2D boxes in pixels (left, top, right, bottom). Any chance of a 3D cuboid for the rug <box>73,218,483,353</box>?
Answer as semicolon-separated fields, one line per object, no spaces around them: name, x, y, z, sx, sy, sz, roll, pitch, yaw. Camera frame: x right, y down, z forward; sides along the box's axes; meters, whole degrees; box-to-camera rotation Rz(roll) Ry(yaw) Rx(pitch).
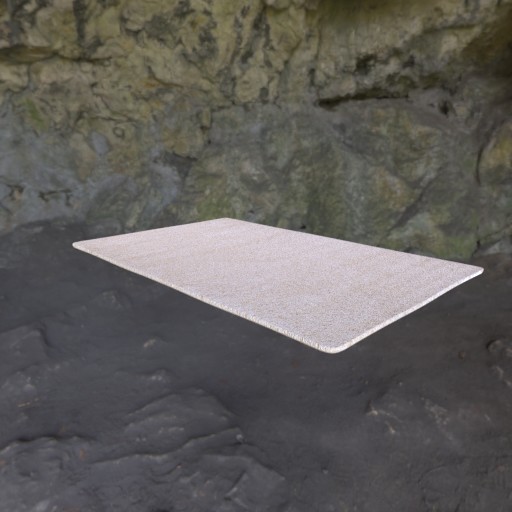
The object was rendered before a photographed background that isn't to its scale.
rug;0.000;0.000;2.933;1.500;0.026;2.349;-14;21;-42
